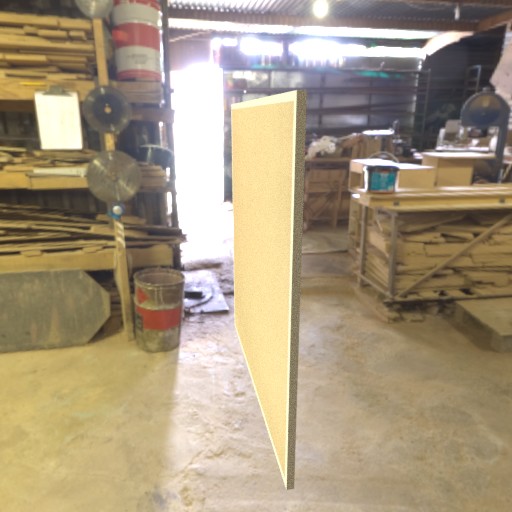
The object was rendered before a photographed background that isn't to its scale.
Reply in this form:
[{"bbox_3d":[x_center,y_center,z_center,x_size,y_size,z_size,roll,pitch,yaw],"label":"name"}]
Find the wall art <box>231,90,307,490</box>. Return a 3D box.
[{"bbox_3d":[0.000,0.000,0.838,0.012,0.557,0.557,-3,18,-10],"label":"wall art"}]
